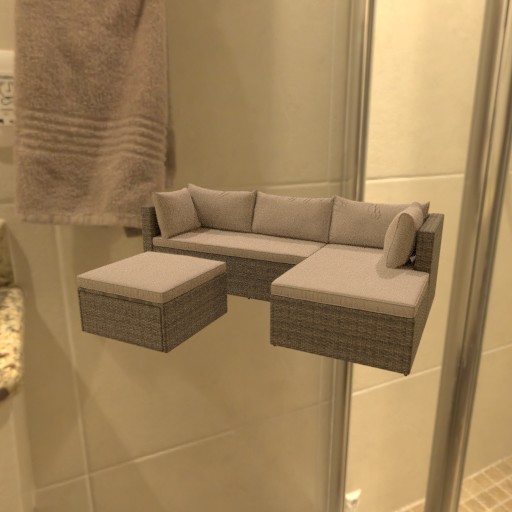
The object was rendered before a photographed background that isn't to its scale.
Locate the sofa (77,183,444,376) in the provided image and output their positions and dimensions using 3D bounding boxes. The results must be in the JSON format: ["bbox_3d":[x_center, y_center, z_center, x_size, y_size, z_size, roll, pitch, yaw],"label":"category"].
[{"bbox_3d":[0.000,0.000,2.998,2.192,0.766,1.662,7,17,26],"label":"sofa"}]
